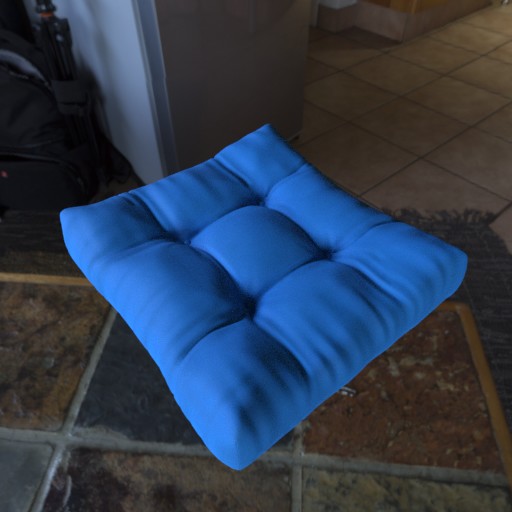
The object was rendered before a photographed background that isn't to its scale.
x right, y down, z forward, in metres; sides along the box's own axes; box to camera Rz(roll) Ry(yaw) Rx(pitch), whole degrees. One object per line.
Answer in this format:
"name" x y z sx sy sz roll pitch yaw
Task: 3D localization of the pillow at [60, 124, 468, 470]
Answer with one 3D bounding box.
"pillow" 0.000 0.000 0.721 0.468 0.128 0.490 -30 53 -26
